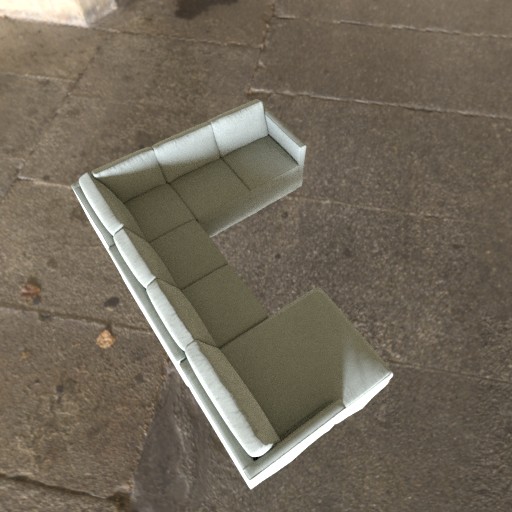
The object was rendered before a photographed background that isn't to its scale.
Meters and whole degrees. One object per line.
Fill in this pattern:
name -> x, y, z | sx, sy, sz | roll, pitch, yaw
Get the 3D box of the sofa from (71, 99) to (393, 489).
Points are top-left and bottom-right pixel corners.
sofa -> 0.000, 0.000, 4.501 | 2.440, 0.869, 3.434 | -30, 62, -18
